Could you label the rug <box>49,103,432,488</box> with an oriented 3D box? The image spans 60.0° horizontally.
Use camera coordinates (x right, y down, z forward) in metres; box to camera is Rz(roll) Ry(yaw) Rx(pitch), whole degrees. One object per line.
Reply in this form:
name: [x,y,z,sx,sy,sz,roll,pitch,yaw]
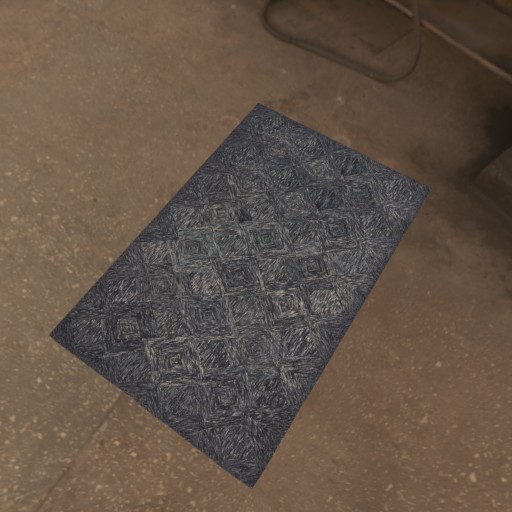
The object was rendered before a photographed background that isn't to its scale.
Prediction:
rug: [0.000,0.000,2.231,1.139,0.010,1.754,31,67,14]
